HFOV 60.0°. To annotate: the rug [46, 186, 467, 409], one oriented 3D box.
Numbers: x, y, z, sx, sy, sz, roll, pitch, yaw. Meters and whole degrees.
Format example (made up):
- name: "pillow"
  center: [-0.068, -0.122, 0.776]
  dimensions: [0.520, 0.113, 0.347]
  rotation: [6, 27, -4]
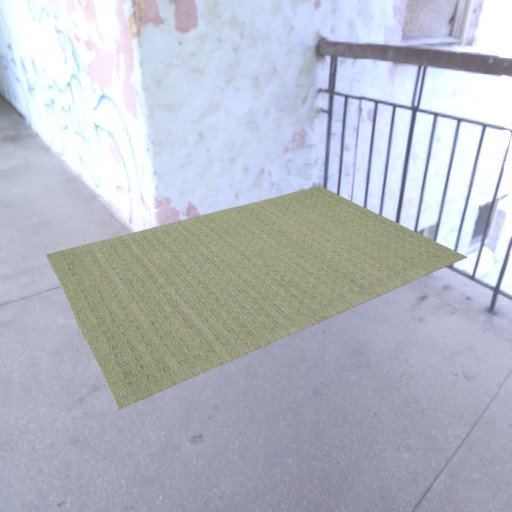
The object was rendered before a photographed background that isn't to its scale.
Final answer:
- name: "rug"
  center: [0.000, 0.000, 2.191]
  dimensions: [1.747, 0.006, 1.143]
  rotation: [-18, 34, -28]
